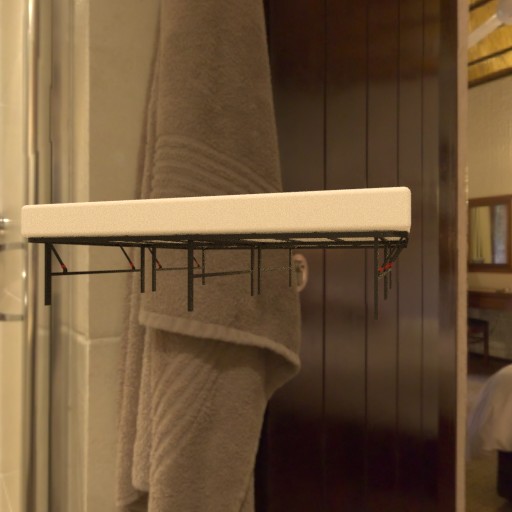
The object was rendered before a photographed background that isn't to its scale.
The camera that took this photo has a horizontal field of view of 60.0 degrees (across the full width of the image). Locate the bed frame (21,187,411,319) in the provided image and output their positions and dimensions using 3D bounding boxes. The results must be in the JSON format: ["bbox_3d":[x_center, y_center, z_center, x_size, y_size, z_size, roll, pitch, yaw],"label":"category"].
[{"bbox_3d":[0.000,0.000,2.970,1.935,0.525,2.033,0,0,19],"label":"bed frame"}]
